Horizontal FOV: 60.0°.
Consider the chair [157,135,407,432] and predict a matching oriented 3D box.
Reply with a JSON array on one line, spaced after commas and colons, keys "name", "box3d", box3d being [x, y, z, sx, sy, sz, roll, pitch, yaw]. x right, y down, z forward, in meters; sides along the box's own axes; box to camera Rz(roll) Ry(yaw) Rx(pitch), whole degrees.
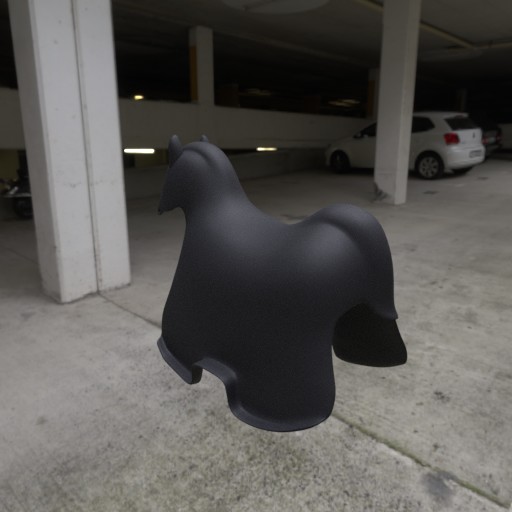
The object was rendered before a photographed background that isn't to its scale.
[{"name": "chair", "box3d": [0.000, 0.000, 1.147, 0.800, 0.612, 0.429, 14, 19, 43]}]
